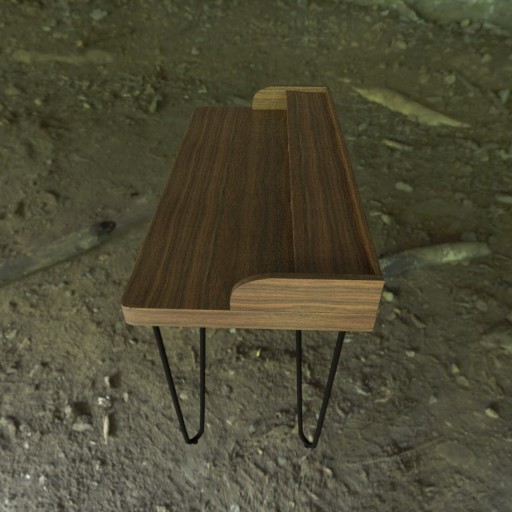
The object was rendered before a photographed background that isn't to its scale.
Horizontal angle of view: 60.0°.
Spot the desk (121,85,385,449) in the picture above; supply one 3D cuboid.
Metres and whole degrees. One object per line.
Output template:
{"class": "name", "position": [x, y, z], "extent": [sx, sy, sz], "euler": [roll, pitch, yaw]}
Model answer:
{"class": "desk", "position": [0.000, 0.000, 1.638], "extent": [0.565, 0.854, 1.200], "euler": [1, 39, 2]}
